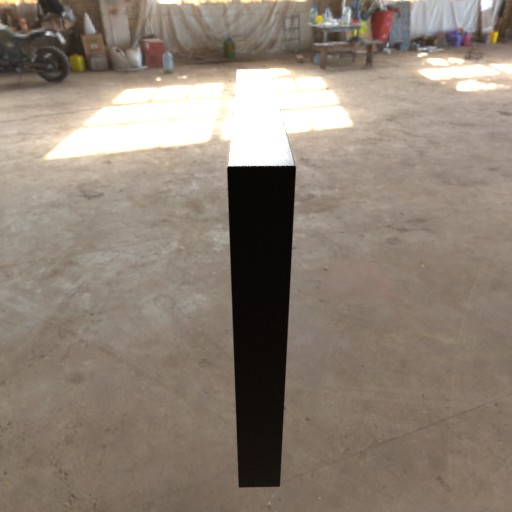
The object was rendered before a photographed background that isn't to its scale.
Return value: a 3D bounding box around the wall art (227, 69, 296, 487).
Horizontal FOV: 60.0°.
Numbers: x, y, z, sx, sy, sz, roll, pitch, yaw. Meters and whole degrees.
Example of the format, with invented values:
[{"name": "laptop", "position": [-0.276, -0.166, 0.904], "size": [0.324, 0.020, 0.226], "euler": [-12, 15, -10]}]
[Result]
[{"name": "wall art", "position": [0.000, 0.000, 0.442], "size": [0.037, 0.299, 0.299], "euler": [-1, 32, -1]}]
